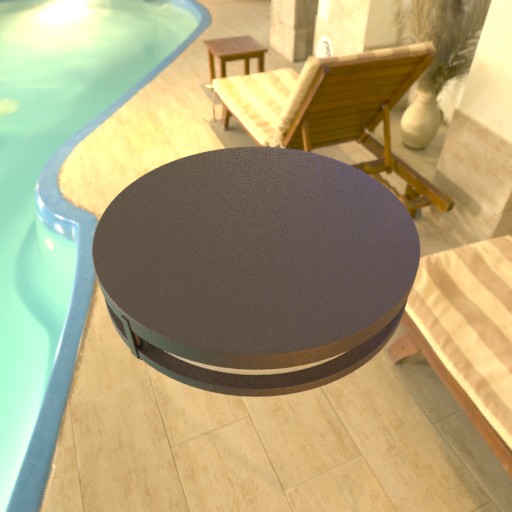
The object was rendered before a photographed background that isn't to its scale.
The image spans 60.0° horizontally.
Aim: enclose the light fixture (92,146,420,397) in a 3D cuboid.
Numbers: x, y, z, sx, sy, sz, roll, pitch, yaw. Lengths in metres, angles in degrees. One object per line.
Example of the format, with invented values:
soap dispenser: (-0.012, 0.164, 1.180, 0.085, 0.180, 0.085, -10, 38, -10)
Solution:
light fixture: (0.000, 0.000, 0.529, 0.356, 0.102, 0.356, 0, 42, 0)
